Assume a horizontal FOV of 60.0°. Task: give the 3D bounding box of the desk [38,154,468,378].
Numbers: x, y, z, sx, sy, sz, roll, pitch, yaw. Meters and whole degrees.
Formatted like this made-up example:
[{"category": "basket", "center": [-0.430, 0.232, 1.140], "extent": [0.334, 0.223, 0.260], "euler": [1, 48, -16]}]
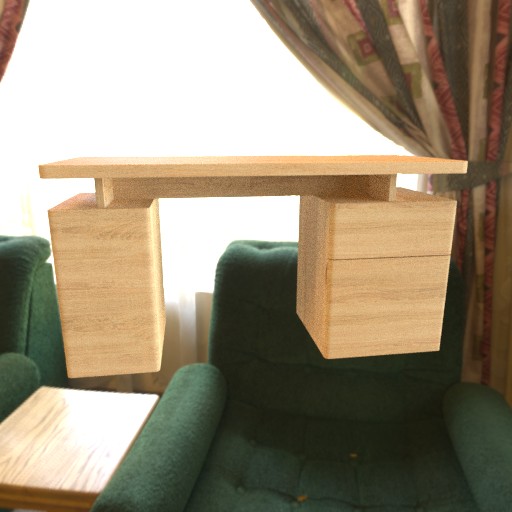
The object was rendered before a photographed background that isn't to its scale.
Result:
[{"category": "desk", "center": [0.000, 0.000, 1.771], "extent": [1.400, 0.760, 0.550], "euler": [-2, 15, -8]}]
